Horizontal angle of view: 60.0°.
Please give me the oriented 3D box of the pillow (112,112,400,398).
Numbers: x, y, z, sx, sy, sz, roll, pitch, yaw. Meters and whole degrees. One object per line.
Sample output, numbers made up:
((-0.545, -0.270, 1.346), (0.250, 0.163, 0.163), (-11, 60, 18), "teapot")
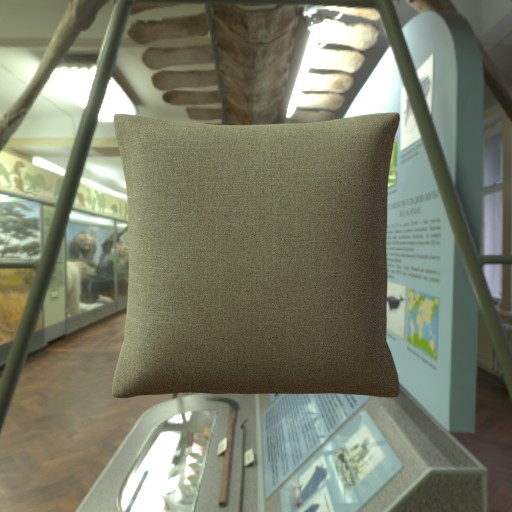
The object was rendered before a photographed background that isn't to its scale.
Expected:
((0.000, 0.000, 0.667), (0.435, 0.428, 0.148), (0, 1, 0), "pillow")
